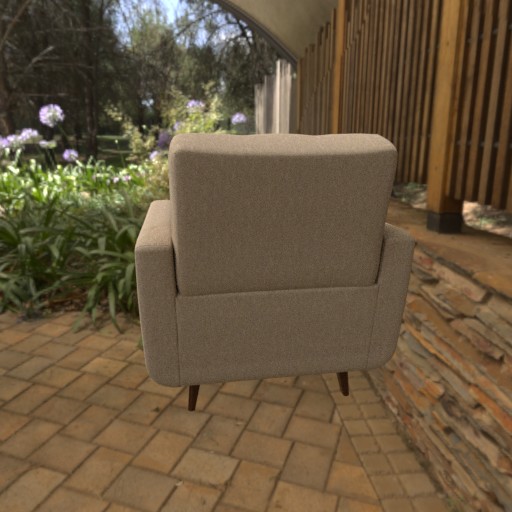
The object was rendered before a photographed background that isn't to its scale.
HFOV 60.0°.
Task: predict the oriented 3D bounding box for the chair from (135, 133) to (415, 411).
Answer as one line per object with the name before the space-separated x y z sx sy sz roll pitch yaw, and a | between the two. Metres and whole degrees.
chair | 0.000 0.000 1.846 0.897 0.965 1.128 -2 14 -10
